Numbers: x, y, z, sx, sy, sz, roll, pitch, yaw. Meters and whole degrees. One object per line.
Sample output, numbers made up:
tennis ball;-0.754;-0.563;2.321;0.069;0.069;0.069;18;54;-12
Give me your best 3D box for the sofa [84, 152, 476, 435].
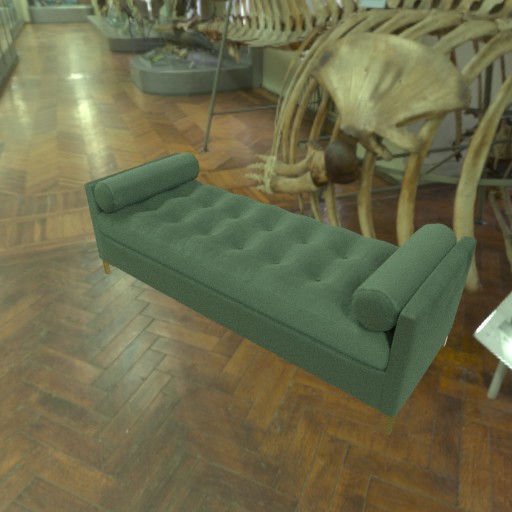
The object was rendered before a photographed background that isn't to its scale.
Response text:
sofa;0.000;0.000;2.543;2.102;0.705;0.796;22;38;32
